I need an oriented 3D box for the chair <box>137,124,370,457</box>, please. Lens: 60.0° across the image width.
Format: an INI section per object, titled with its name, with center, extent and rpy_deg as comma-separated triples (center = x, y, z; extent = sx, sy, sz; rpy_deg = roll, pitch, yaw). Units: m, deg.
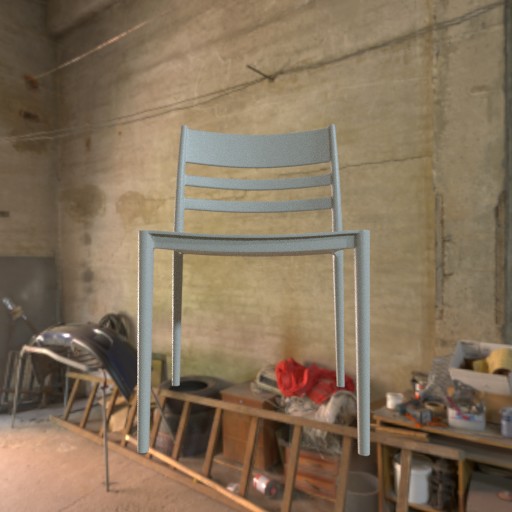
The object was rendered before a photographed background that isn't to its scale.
[chair]
center = 0.000, 0.000, 1.140
extent = 0.531, 0.800, 0.511
rpy_deg = 0, 0, 1
